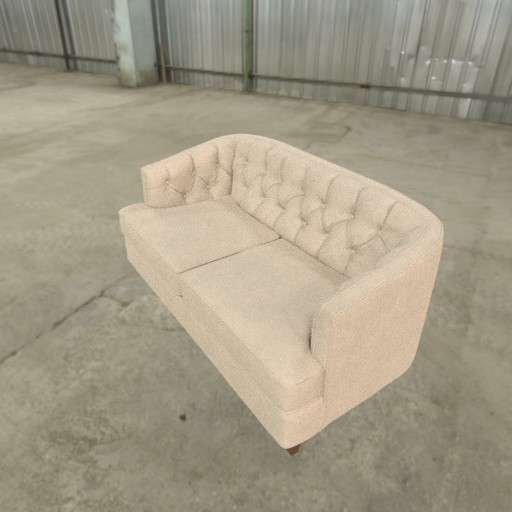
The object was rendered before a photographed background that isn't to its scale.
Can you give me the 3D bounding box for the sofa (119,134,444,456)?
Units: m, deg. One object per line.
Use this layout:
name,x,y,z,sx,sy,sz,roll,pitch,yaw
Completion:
sofa,0.000,0.000,2.359,0.940,0.878,1.731,-20,37,-29
